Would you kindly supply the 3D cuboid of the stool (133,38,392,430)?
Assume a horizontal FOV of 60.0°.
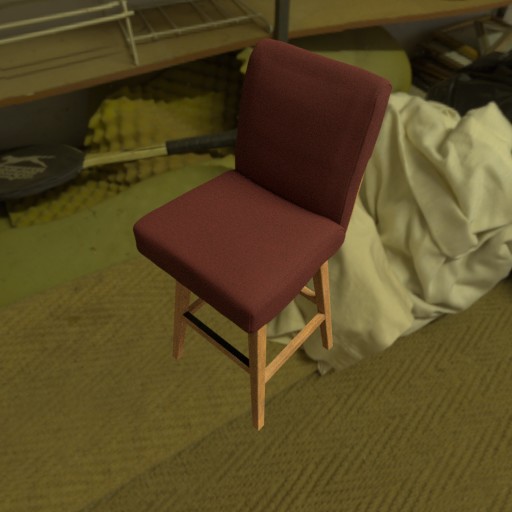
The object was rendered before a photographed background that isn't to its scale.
[{"bbox_3d":[0.000,0.000,1.398,0.468,1.093,0.562,32,55,27],"label":"stool"}]
